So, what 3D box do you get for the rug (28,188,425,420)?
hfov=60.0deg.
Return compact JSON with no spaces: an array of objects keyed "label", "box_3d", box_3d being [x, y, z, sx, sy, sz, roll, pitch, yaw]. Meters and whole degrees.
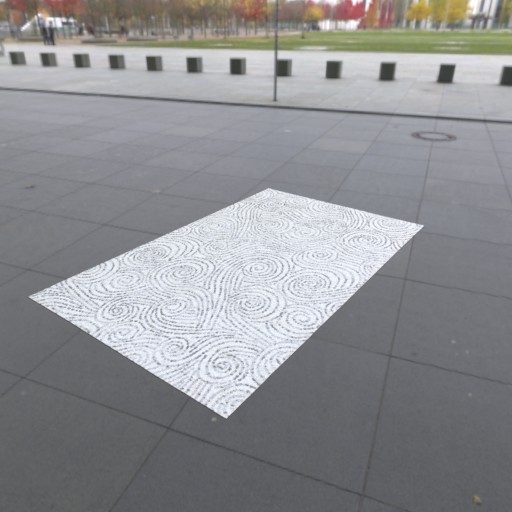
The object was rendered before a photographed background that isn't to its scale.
[{"label":"rug","box_3d":[0.000,0.000,3.059,1.524,0.005,2.439,19,33,32]}]
